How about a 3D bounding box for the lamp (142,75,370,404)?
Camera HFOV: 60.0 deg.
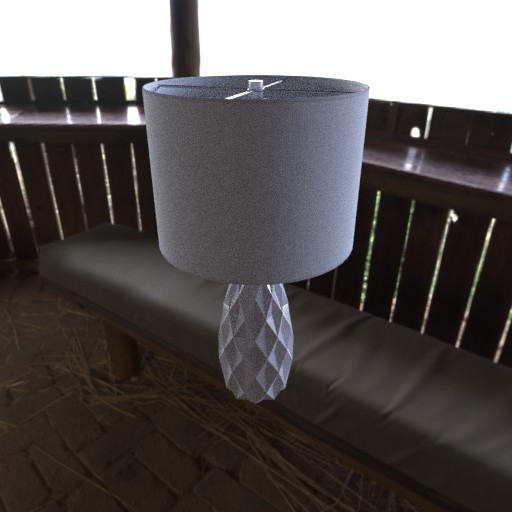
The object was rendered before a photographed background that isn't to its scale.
[{"bbox_3d":[0.000,0.000,0.707,0.297,0.522,0.297,0,27,0],"label":"lamp"}]
